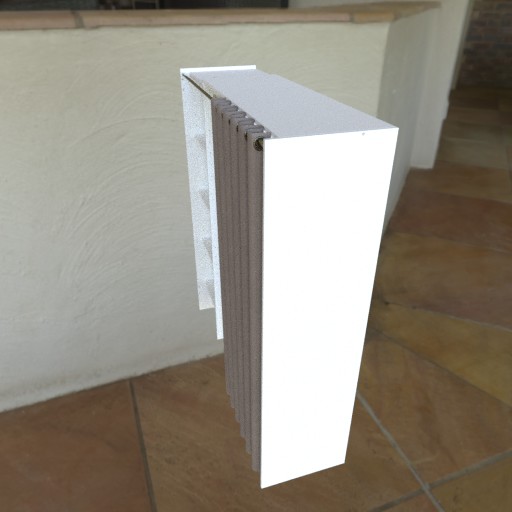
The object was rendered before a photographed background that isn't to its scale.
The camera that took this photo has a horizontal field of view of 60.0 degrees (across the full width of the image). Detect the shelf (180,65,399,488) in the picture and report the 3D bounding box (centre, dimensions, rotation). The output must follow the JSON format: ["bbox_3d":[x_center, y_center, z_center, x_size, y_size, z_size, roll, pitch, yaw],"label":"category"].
[{"bbox_3d":[0.000,0.000,2.549,0.500,1.820,1.600,-9,32,-15],"label":"shelf"}]
